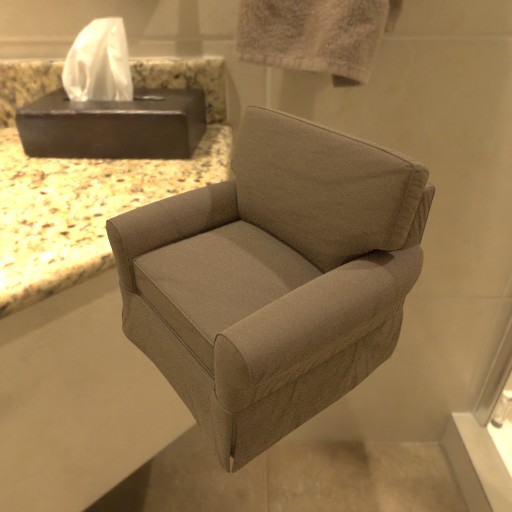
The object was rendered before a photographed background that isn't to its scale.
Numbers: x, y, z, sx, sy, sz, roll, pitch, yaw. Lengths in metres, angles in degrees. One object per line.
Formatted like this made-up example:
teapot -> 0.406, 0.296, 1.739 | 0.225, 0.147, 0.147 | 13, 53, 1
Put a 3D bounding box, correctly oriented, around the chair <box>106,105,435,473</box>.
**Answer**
chair -> 0.000, 0.000, 1.897 | 0.988, 1.017, 1.135 | -23, 40, -30
